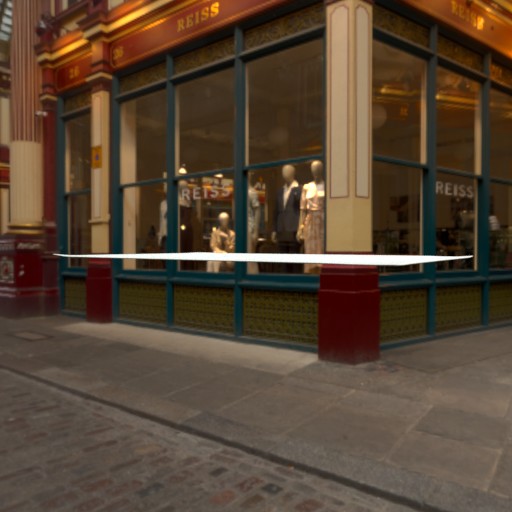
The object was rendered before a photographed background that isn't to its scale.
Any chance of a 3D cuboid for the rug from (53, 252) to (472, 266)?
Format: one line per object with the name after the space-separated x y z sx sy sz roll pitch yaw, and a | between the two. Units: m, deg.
0.000 0.000 3.006 2.434 0.023 1.518 1 2 36 | rug
